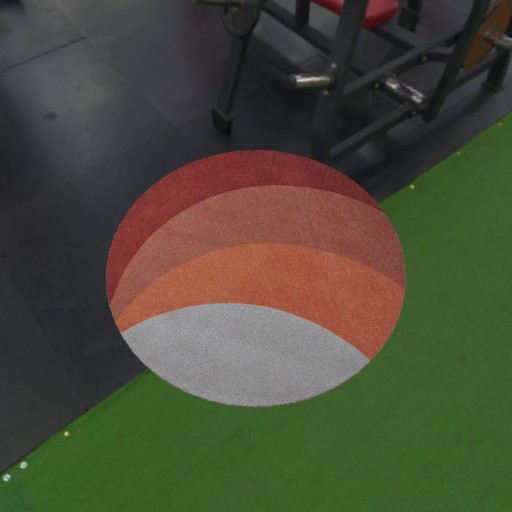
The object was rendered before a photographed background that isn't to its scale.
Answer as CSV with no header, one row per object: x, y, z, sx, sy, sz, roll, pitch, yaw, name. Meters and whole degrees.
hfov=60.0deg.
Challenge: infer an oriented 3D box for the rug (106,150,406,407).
0.000,0.000,2.278,1.514,0.015,1.514,0,58,0,rug
